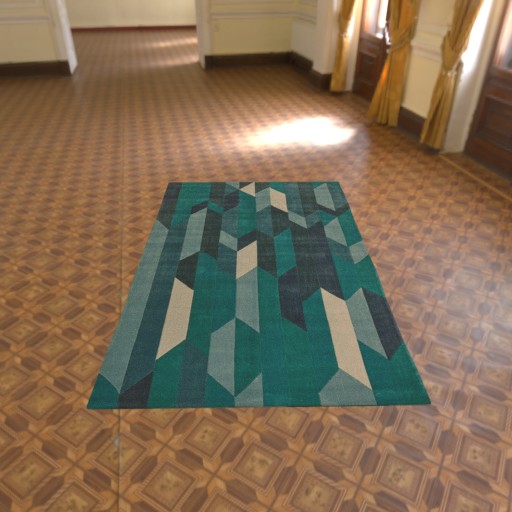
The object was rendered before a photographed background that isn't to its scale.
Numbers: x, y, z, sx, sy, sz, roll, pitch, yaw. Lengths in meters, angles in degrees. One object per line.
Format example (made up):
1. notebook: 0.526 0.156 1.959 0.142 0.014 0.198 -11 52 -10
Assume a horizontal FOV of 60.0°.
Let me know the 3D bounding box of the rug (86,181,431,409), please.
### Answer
1. rug: 0.000 0.000 2.956 1.528 0.005 2.420 0 33 -1
